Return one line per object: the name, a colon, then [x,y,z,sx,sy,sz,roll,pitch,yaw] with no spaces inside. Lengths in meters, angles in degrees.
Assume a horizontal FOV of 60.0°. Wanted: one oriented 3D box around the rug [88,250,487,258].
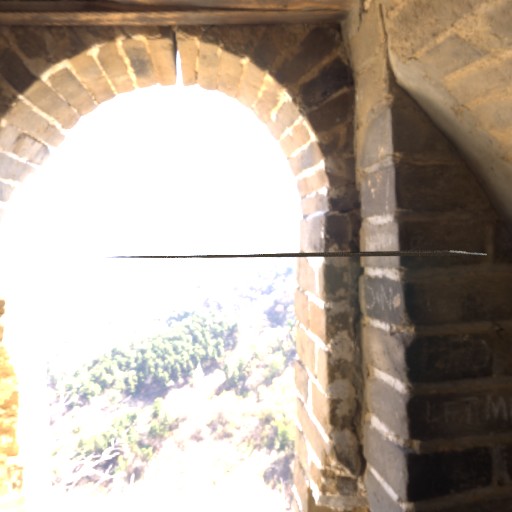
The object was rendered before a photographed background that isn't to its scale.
rug: [0.000,0.000,2.724,2.437,0.008,0.774,-1,-1,37]
